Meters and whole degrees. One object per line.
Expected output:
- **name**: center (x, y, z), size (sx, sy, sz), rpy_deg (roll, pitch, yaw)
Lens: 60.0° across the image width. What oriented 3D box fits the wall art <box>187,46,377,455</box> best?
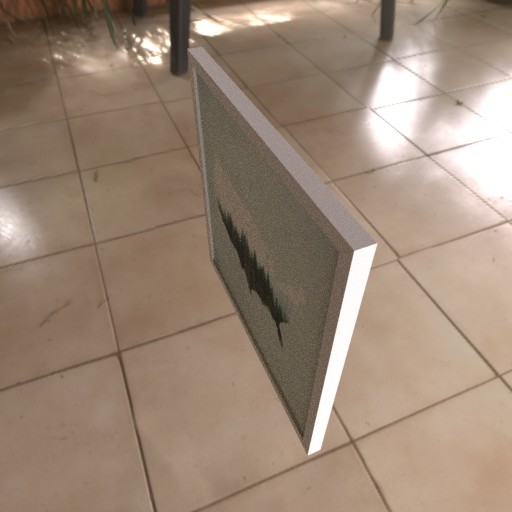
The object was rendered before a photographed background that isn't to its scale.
- **wall art**: center (0.000, 0.000, 1.130), size (0.038, 0.762, 0.762), rpy_deg (-17, 49, -16)
